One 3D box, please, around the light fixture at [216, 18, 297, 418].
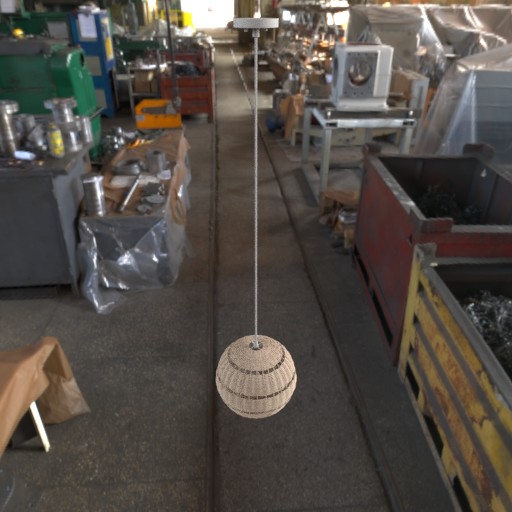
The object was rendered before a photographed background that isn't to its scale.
[{"bbox_3d":[0.000,0.000,2.137,0.457,2.019,0.457,-21,36,-32],"label":"light fixture"}]
